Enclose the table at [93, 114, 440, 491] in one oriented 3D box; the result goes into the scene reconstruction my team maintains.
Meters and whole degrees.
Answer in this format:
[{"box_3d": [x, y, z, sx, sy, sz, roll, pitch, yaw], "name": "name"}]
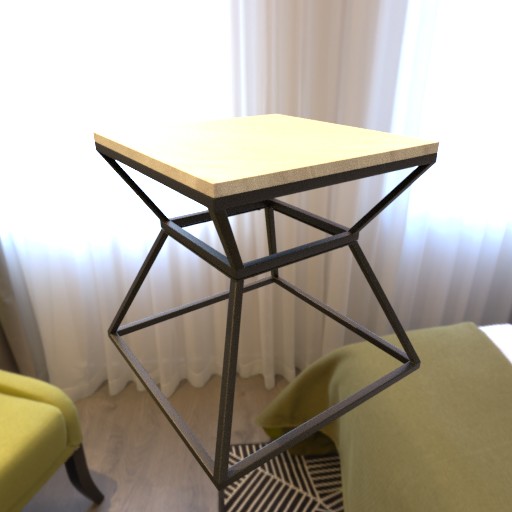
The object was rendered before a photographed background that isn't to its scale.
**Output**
[{"box_3d": [0.000, 0.000, 0.814, 0.455, 0.431, 0.455, -17, 30, -32], "name": "table"}]
